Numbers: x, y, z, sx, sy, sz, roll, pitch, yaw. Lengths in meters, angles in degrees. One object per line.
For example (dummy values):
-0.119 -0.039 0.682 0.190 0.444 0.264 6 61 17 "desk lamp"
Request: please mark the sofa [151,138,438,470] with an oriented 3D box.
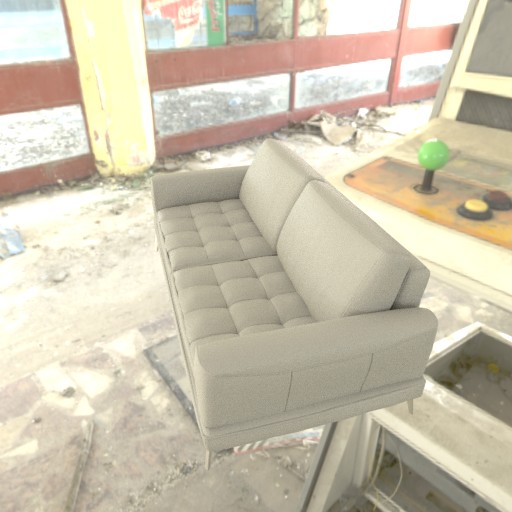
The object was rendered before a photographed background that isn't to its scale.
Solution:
0.000 0.000 2.721 1.121 0.930 2.177 -9 33 -14 "sofa"
